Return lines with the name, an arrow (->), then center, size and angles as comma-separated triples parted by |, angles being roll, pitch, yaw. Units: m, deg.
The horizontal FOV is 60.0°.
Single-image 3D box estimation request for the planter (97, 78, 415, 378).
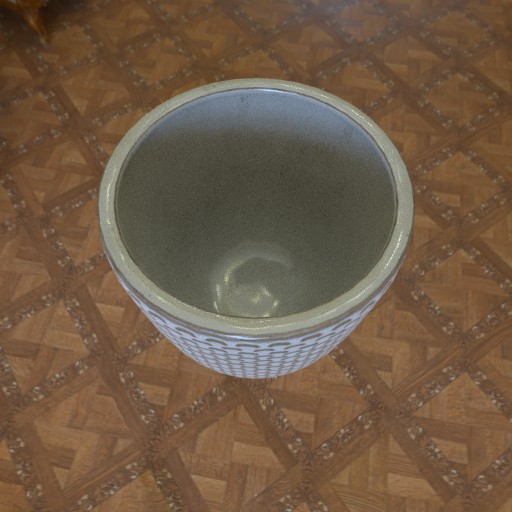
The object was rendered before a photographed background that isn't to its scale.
planter -> 0.000, 0.000, 0.249 | 0.139, 0.130, 0.139 | 0, 62, 0
